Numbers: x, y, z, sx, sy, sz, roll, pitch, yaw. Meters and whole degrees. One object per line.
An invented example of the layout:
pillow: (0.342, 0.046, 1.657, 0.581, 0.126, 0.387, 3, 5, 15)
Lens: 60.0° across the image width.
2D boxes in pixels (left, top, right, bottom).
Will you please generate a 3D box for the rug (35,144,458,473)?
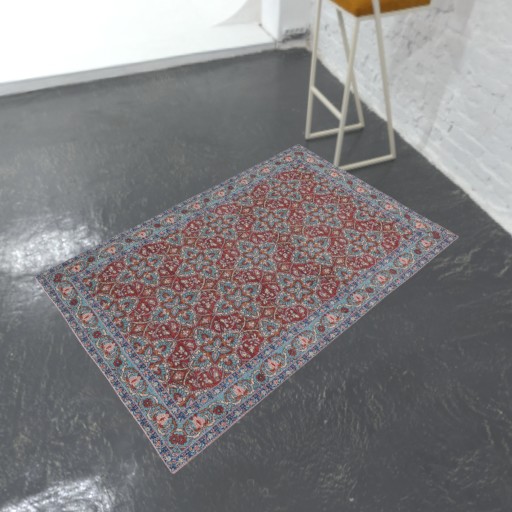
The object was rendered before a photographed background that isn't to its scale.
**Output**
rug: (0.000, 0.000, 2.277, 1.829, 0.009, 1.219, -32, 54, -27)
